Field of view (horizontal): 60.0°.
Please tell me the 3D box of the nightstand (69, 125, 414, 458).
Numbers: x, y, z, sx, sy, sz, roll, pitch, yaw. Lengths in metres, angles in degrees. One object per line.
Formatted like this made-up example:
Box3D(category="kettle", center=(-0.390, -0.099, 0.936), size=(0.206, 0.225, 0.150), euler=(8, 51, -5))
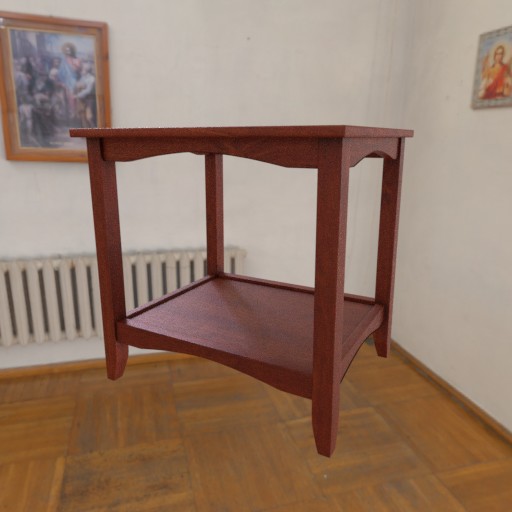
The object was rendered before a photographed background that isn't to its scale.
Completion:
Box3D(category="nightstand", center=(0.000, 0.000, 1.016), size=(0.558, 0.558, 0.501), euler=(8, 17, 28))
